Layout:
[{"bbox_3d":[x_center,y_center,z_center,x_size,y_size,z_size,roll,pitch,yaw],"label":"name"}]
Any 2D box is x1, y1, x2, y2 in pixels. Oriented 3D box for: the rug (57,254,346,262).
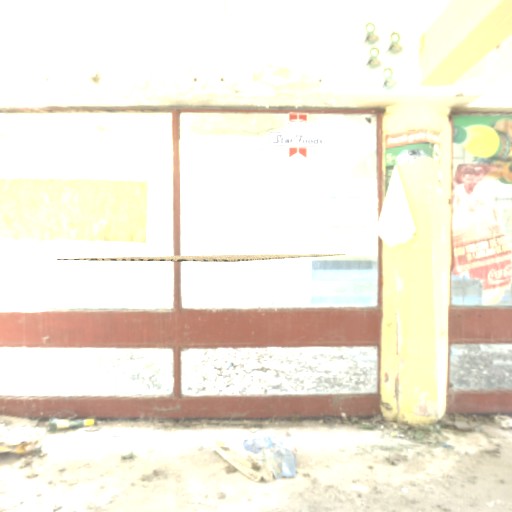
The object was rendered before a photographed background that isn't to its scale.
[{"bbox_3d":[0.000,0.000,2.498,0.676,0.008,2.277,0,1,20],"label":"rug"}]
